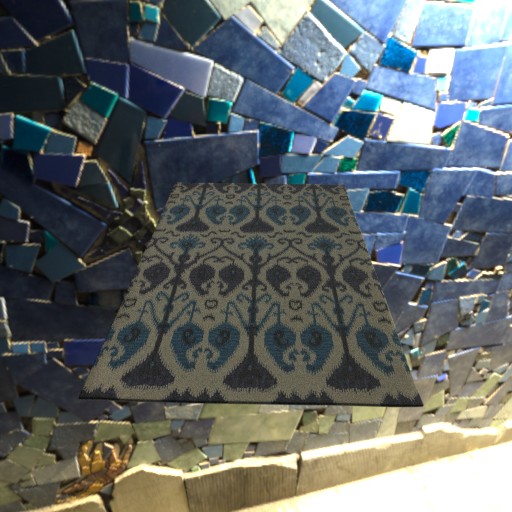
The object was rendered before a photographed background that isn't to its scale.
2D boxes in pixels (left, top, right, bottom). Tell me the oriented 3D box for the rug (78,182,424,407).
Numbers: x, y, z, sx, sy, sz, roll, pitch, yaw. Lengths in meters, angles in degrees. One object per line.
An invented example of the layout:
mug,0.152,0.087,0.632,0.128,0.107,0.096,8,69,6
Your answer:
rug,0.000,0.000,2.081,1.072,0.013,1.698,1,32,1
